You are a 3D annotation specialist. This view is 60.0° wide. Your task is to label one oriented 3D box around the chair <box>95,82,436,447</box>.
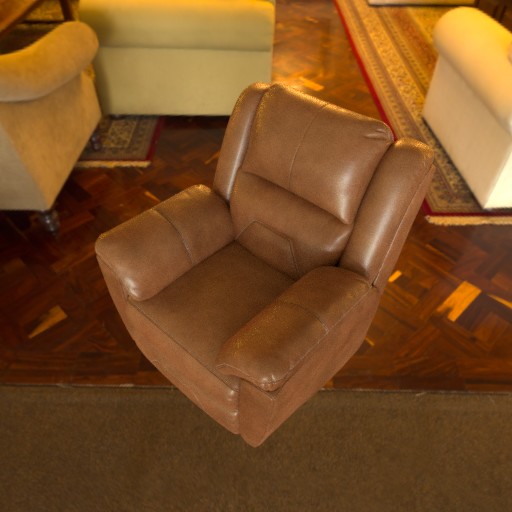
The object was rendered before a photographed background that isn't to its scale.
[{"bbox_3d":[0.000,0.000,1.892,0.990,1.093,1.041,32,54,28],"label":"chair"}]
